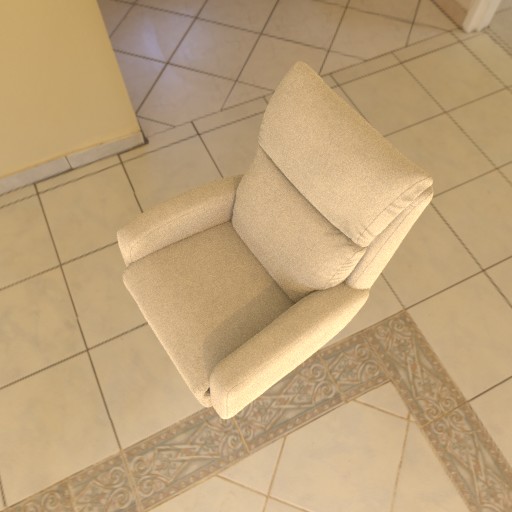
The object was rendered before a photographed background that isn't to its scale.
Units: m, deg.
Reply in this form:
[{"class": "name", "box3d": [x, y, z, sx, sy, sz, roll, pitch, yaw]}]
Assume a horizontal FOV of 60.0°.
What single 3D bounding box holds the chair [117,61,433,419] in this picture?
[{"class": "chair", "box3d": [0.000, 0.000, 1.687, 0.940, 1.021, 0.794, -33, 68, -15]}]
